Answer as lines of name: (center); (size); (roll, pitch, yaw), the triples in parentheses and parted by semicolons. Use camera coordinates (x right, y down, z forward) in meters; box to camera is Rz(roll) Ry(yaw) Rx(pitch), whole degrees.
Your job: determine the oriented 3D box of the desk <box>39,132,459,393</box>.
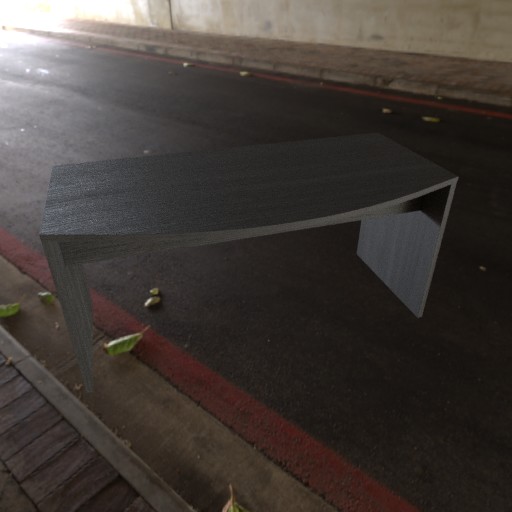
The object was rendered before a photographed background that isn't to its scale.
desk: (0.000, 0.000, 2.007); (1.600, 0.750, 0.802); (-10, 34, -15)
